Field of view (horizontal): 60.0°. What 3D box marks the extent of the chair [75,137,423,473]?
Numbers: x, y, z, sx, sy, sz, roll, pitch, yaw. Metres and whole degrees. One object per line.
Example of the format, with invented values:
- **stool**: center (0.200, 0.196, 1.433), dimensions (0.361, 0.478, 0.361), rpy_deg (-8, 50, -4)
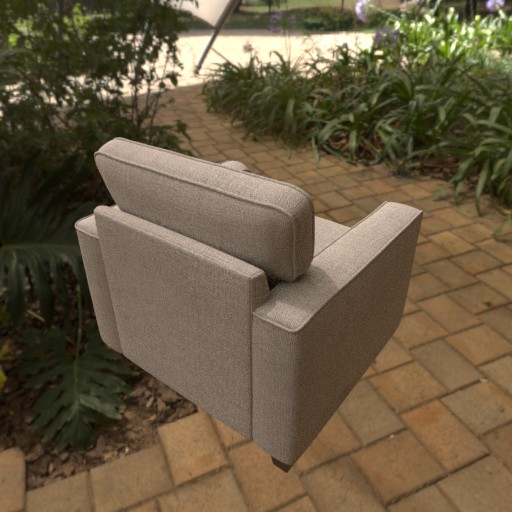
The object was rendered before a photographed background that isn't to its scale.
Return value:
- **chair**: center (0.000, 0.000, 1.769), dimensions (1.015, 0.965, 0.939), rpy_deg (22, 37, 31)
